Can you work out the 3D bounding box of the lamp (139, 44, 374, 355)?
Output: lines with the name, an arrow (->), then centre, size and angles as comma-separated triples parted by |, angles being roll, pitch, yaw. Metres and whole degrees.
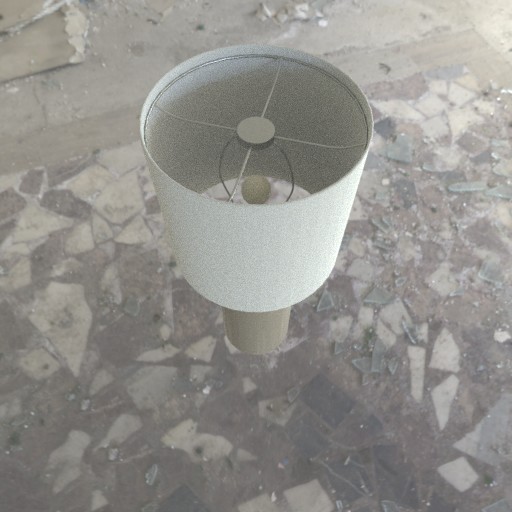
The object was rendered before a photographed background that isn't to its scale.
lamp -> 0.000, 0.000, 0.612 | 0.212, 0.493, 0.212 | 13, 59, 8
